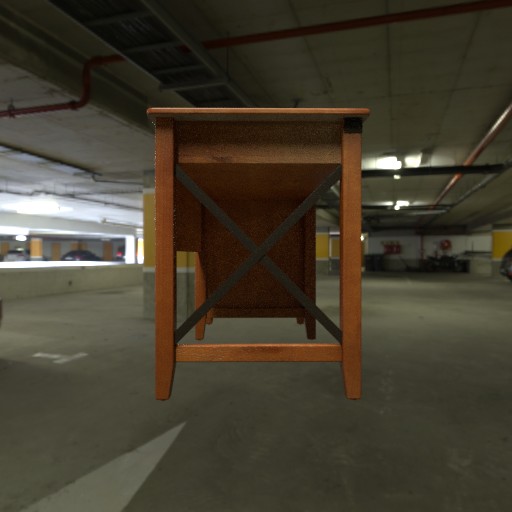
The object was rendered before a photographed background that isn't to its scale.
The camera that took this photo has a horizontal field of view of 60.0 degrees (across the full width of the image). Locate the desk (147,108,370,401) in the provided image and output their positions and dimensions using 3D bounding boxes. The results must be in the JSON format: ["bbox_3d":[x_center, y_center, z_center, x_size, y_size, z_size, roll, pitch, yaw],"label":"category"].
[{"bbox_3d":[0.000,0.000,1.802,0.574,0.756,1.353,0,0,-1],"label":"desk"}]
